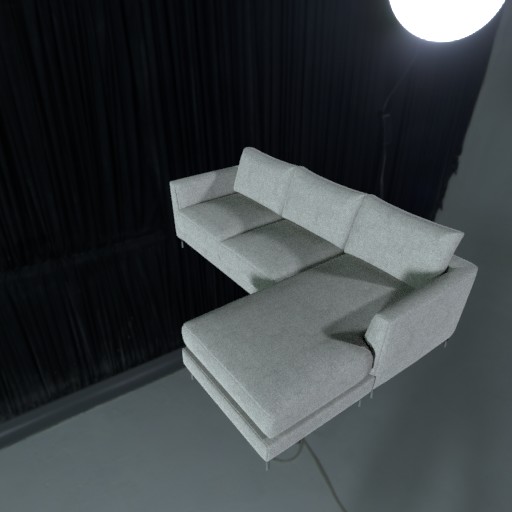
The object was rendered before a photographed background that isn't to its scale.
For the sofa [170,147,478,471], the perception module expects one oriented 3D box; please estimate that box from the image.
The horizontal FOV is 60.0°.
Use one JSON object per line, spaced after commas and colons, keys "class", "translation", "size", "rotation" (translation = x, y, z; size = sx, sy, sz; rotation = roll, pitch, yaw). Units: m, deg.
{"class": "sofa", "translation": [0.000, 0.000, 3.185], "size": [1.626, 0.864, 2.438], "rotation": [-20, 36, -31]}
